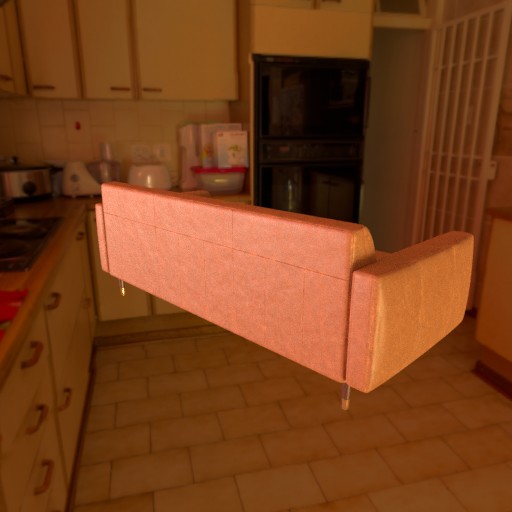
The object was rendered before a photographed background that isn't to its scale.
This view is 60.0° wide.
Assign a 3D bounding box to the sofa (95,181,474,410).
[{"bbox_3d":[0.000,0.000,2.748,2.291,0.821,0.990,16,23,43],"label":"sofa"}]
